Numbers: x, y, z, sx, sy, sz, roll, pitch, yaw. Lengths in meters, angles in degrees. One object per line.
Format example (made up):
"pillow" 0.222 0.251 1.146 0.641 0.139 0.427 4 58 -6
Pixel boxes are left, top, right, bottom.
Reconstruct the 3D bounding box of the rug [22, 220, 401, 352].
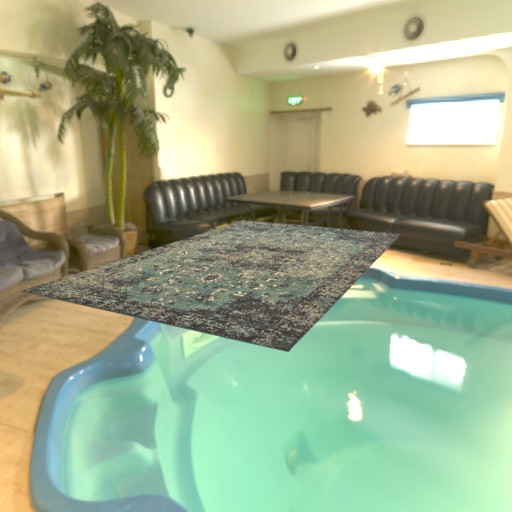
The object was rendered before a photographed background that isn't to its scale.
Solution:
"rug" 0.000 0.000 3.043 1.525 0.007 2.440 7 16 26
